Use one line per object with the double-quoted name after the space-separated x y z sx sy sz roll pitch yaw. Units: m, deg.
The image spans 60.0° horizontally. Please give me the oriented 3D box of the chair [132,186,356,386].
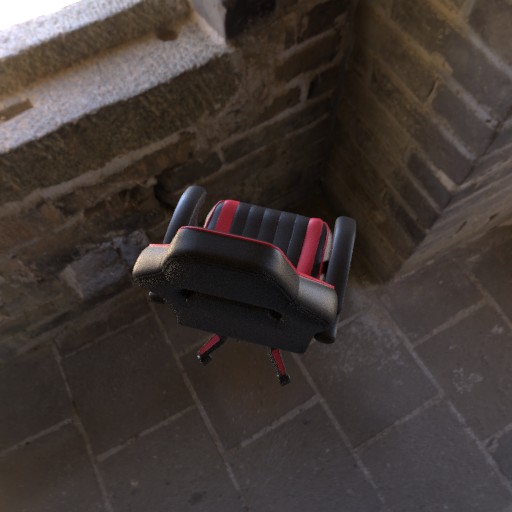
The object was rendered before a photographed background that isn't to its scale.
0.000 0.000 1.660 0.700 1.220 0.700 13 63 6 "chair"
